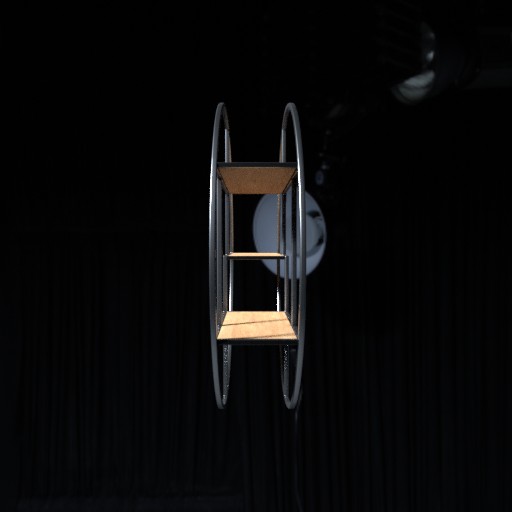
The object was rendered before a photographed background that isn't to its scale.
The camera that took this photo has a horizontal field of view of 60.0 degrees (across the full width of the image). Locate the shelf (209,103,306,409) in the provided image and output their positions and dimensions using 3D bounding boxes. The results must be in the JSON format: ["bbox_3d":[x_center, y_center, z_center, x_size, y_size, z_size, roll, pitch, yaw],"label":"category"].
[{"bbox_3d":[0.000,0.000,1.361,0.202,0.888,0.888,0,2,0],"label":"shelf"}]
